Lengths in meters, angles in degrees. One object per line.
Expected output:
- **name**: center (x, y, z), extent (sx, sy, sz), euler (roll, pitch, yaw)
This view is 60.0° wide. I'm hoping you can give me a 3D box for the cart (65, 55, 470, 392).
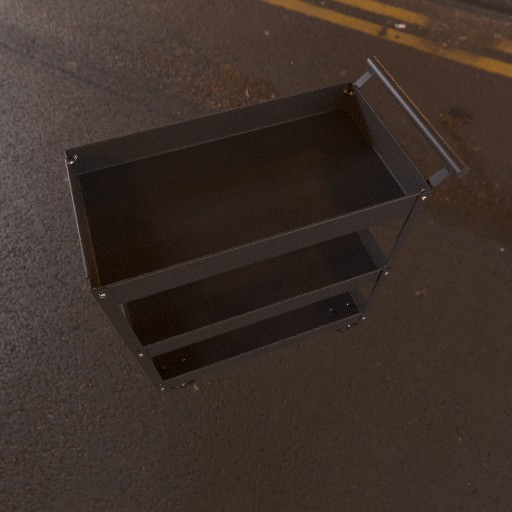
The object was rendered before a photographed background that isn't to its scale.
- **cart**: center (0.000, 0.000, 1.177), extent (0.719, 0.780, 0.366), euler (-17, 59, -10)
